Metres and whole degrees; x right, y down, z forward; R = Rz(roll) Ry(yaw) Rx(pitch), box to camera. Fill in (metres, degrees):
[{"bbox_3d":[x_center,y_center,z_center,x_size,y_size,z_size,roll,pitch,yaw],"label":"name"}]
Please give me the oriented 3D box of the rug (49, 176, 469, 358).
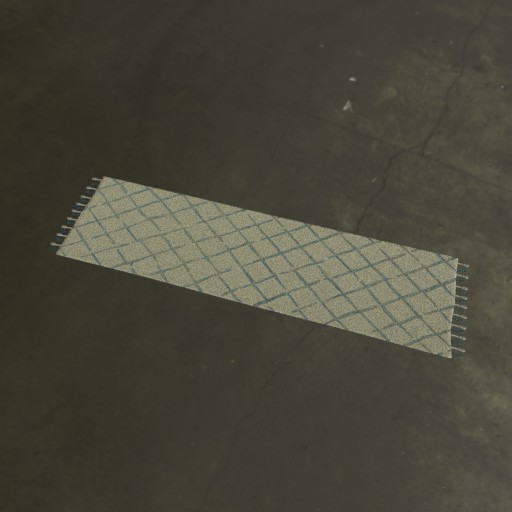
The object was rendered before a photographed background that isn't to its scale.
[{"bbox_3d":[0.000,0.000,2.564,2.372,0.008,0.620,14,59,8],"label":"rug"}]
